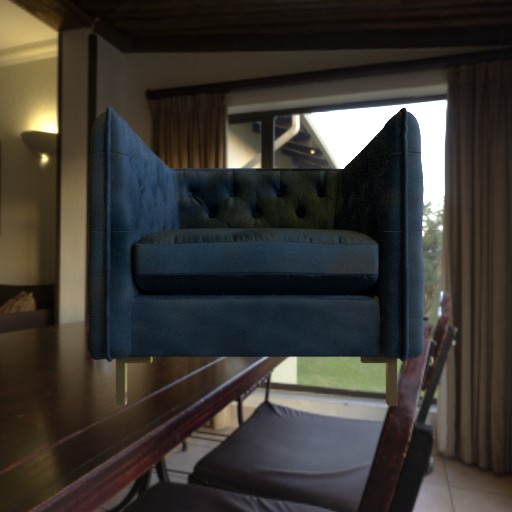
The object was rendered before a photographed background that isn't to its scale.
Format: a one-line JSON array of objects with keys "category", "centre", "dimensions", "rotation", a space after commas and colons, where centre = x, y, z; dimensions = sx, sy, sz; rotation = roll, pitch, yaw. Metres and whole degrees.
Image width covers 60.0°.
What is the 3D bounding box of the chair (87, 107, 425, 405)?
[{"category": "chair", "centre": [0.000, 0.000, 1.519], "dimensions": [0.868, 0.771, 0.877], "rotation": [0, 0, 0]}]
